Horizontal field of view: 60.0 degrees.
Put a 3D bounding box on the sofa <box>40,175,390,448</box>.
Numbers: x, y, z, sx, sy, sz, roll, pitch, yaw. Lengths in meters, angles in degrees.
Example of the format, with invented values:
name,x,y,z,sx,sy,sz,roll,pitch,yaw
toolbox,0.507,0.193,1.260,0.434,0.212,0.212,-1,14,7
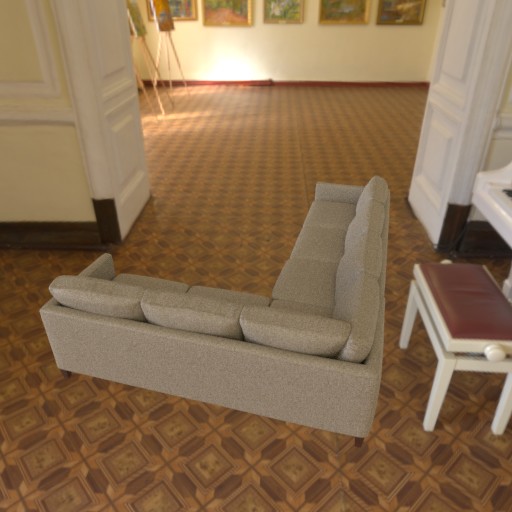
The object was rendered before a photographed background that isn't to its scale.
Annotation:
name,x,y,z,sx,sy,sz,roll,pitch,yaw
sofa,0.000,0.000,4.560,2.593,0.947,3.302,8,32,14
